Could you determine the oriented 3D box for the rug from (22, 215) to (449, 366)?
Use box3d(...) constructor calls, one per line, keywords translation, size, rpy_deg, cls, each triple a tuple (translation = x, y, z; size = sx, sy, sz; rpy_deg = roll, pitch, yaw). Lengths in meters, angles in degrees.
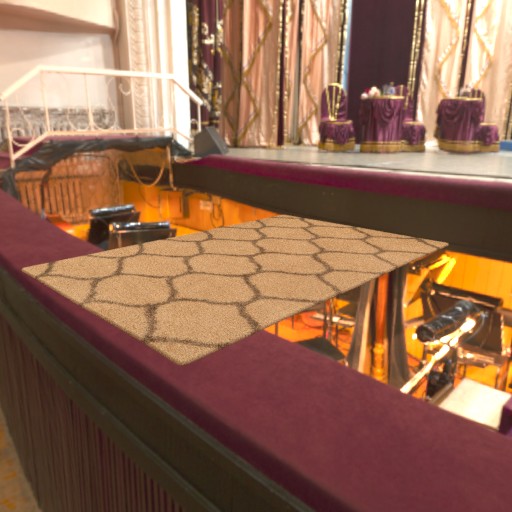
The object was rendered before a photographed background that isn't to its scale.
box3d(translation=(0.000, 0.000, 3.307), size=(1.801, 0.026, 2.701), rpy_deg=(15, 22, 42), cls="rug")
